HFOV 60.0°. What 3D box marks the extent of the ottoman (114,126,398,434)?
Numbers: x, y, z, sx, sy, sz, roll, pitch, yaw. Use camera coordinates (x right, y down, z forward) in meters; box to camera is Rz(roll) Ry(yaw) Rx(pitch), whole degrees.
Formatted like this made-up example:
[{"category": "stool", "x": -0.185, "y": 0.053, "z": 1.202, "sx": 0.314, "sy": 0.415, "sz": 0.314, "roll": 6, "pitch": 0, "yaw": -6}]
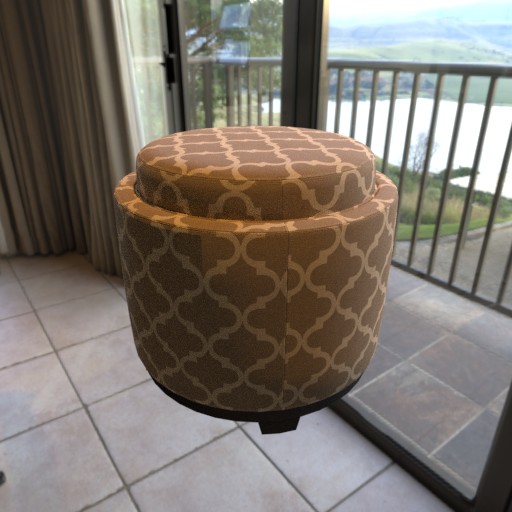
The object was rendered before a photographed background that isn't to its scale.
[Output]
[{"category": "ottoman", "x": 0.000, "y": 0.000, "z": 0.826, "sx": 0.480, "sy": 0.429, "sz": 0.480, "roll": 0, "pitch": 26, "yaw": 0}]
